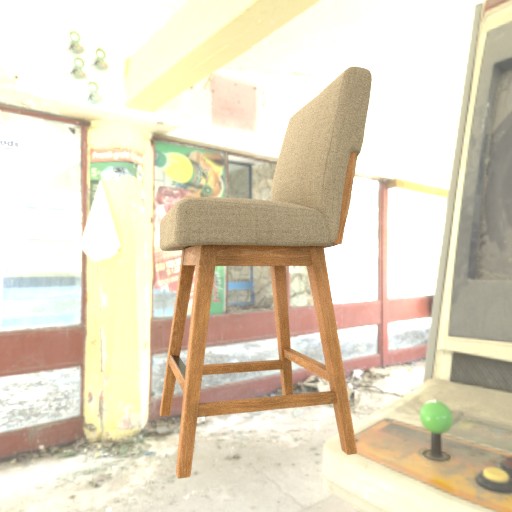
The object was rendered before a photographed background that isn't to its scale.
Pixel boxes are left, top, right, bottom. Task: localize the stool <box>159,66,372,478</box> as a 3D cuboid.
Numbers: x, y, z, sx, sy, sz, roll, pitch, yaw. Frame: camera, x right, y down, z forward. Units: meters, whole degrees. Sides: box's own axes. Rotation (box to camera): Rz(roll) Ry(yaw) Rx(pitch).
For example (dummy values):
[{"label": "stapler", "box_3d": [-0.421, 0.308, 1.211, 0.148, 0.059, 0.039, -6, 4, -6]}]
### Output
[{"label": "stool", "box_3d": [0.000, 0.000, 1.294, 0.526, 1.010, 0.459, 0, -1, -17]}]
